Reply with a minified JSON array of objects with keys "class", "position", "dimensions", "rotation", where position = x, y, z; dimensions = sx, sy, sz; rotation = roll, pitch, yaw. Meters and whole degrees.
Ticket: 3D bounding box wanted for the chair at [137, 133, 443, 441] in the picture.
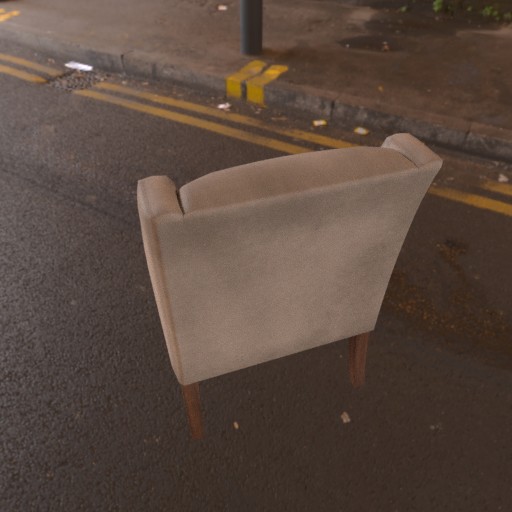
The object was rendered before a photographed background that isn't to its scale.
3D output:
[{"class":"chair","position":[0.000,0.000,1.339],"dimensions":[0.629,0.895,0.629],"rotation":[-13,43,-14]}]
